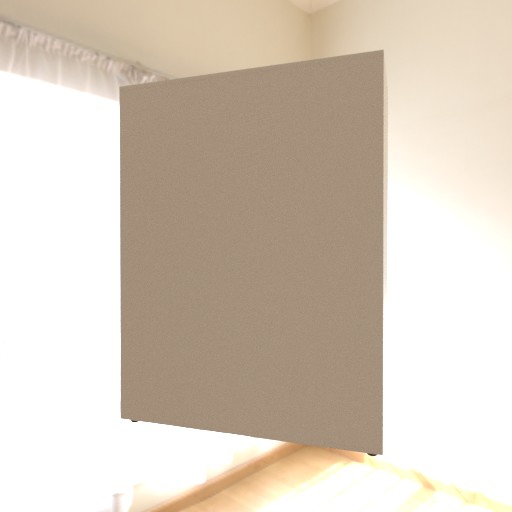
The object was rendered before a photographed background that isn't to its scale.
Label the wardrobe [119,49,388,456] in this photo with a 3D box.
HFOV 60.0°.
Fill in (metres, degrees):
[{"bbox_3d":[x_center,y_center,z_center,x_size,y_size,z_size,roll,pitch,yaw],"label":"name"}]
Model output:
[{"bbox_3d":[0.000,0.000,1.600,0.900,1.200,0.360,0,0,19],"label":"wardrobe"}]
